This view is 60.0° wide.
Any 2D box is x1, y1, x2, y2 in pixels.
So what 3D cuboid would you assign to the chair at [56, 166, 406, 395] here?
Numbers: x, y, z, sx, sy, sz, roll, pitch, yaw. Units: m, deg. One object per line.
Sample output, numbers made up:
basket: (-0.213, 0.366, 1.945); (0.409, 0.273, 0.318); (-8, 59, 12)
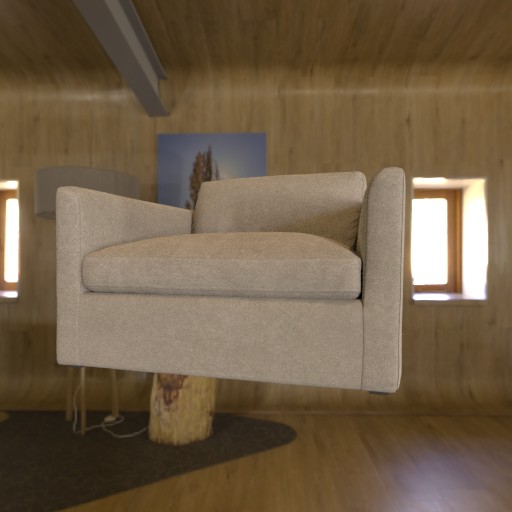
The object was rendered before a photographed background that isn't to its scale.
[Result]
chair: (0.000, 0.000, 1.904); (1.190, 0.845, 1.091); (0, 0, 17)
